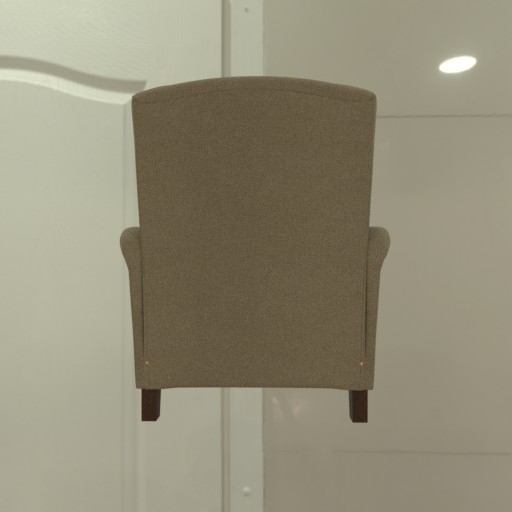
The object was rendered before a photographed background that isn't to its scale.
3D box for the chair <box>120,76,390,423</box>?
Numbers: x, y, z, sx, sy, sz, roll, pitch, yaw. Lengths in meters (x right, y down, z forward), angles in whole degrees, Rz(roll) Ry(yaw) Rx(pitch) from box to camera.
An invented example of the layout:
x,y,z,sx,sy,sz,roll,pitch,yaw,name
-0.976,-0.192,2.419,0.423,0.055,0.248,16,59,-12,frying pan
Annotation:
x,y,z,sx,sy,sz,roll,pitch,yaw,name
0.000,0.000,1.737,0.978,1.061,0.905,0,-2,1,chair
